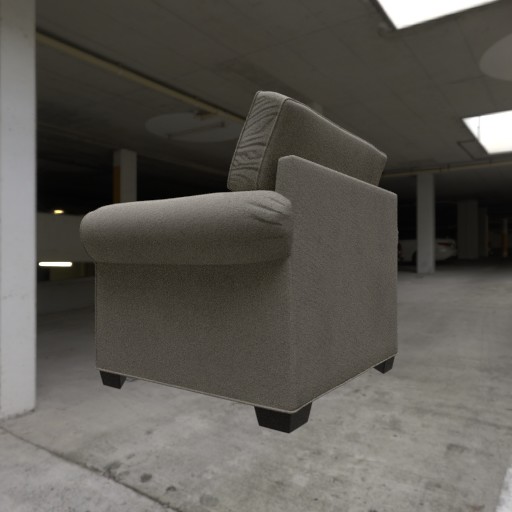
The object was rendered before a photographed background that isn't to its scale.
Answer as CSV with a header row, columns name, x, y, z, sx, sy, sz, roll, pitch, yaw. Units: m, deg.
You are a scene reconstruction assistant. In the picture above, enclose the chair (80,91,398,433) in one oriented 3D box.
name,x,y,z,sx,sy,sz,roll,pitch,yaw
chair,0.000,0.000,1.926,0.939,1.044,1.147,0,0,35
